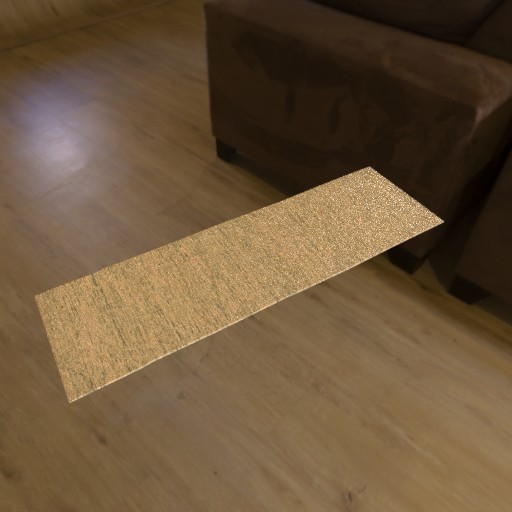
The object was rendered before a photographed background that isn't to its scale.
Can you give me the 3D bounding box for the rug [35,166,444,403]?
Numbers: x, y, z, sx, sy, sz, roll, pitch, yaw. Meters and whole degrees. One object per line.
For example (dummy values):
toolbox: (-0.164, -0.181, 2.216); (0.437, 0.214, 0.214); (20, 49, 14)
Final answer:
rug: (0.000, 0.000, 2.525); (2.290, 0.014, 0.700); (-23, 50, -21)
